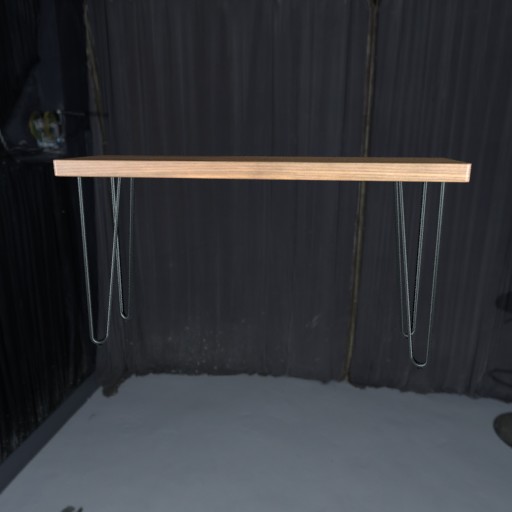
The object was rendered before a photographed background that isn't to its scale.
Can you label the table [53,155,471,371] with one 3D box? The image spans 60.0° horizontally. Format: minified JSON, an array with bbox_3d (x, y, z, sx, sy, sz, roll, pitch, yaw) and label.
[{"bbox_3d":[0.000,0.000,1.942,1.570,0.834,0.425,2,16,8],"label":"table"}]
